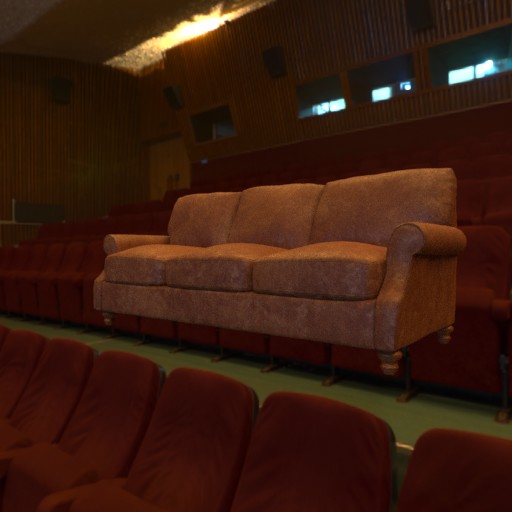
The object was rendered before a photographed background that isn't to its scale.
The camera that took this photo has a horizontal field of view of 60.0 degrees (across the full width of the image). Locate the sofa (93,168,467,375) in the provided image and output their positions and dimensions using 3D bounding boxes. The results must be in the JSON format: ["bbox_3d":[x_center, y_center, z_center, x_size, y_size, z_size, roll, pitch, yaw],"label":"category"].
[{"bbox_3d":[0.000,0.000,2.816,2.351,0.977,0.973,0,1,38],"label":"sofa"}]
